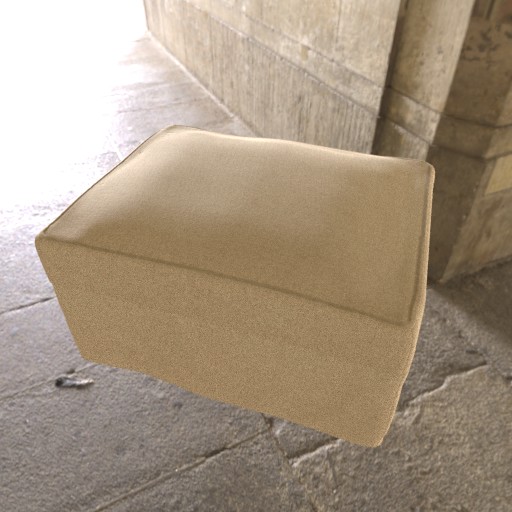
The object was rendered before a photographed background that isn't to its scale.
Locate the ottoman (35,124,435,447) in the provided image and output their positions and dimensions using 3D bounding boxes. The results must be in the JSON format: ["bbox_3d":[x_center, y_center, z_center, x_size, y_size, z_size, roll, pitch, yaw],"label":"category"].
[{"bbox_3d":[0.000,0.000,1.210,0.833,0.485,0.650,12,42,14],"label":"ottoman"}]
